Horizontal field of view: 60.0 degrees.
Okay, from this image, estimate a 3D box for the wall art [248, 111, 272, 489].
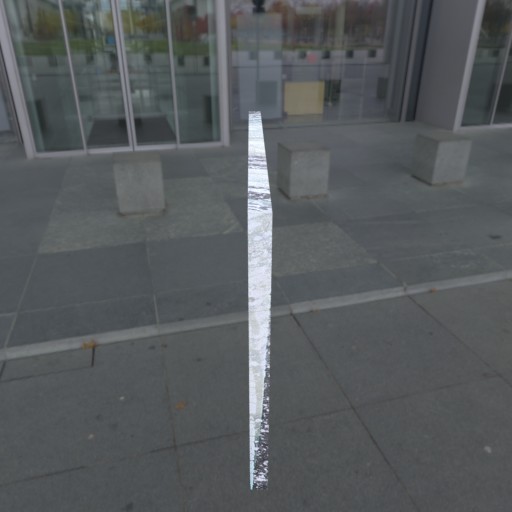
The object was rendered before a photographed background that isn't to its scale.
[{"bbox_3d":[0.000,0.000,1.176,0.038,0.598,0.919,0,27,0],"label":"wall art"}]
